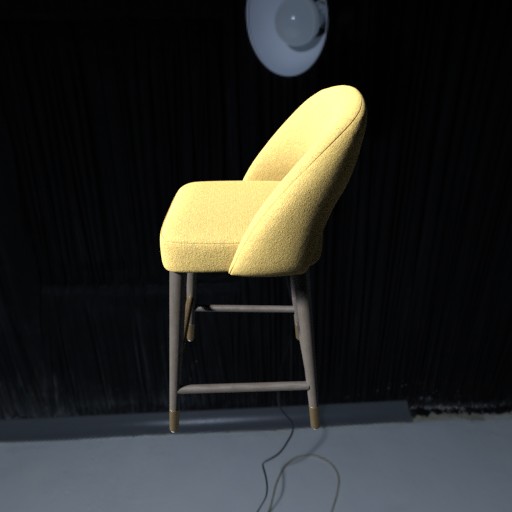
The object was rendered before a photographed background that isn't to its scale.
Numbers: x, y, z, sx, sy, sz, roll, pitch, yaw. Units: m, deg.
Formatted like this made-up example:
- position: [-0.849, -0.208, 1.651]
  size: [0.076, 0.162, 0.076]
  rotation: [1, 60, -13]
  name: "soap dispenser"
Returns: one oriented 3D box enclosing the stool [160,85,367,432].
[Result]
- position: [0.000, 0.000, 1.313]
  size: [0.522, 0.939, 0.536]
  rotation: [-1, 27, -1]
  name: "stool"
